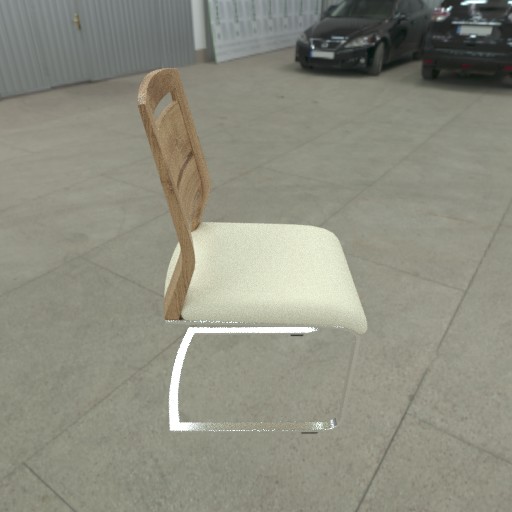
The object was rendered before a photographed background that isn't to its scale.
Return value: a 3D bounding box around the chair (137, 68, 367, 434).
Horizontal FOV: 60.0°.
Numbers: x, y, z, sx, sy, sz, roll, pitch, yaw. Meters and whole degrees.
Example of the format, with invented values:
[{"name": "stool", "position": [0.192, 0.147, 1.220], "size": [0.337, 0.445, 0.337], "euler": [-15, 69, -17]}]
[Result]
[{"name": "chair", "position": [0.000, 0.000, 1.243], "size": [0.561, 0.955, 0.457], "euler": [0, 31, 0]}]
